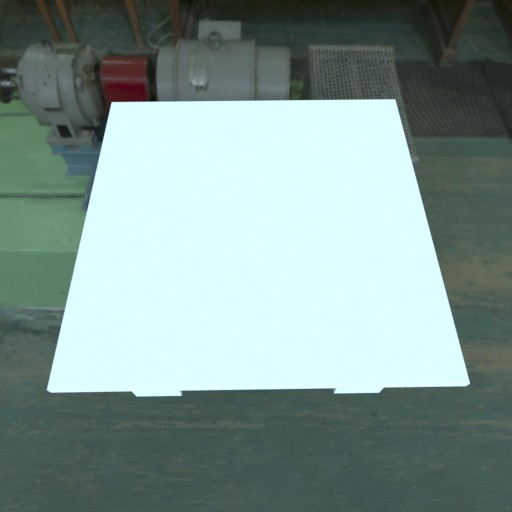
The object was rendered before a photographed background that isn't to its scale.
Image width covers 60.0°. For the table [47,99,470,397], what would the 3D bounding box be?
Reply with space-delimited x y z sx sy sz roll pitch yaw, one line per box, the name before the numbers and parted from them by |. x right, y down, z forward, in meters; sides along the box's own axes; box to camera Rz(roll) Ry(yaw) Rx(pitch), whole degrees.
table | 0.000 0.000 1.007 0.670 0.305 0.670 -1 59 0
